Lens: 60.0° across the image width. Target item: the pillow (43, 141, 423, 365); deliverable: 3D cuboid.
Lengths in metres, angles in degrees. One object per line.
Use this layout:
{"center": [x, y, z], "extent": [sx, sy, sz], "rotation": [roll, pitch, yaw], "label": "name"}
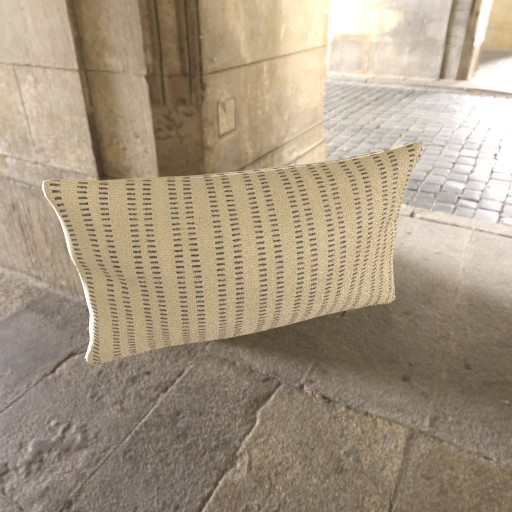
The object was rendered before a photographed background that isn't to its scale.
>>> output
{"center": [0.000, 0.000, 0.790], "extent": [0.640, 0.353, 0.210], "rotation": [-9, 32, -15], "label": "pillow"}
